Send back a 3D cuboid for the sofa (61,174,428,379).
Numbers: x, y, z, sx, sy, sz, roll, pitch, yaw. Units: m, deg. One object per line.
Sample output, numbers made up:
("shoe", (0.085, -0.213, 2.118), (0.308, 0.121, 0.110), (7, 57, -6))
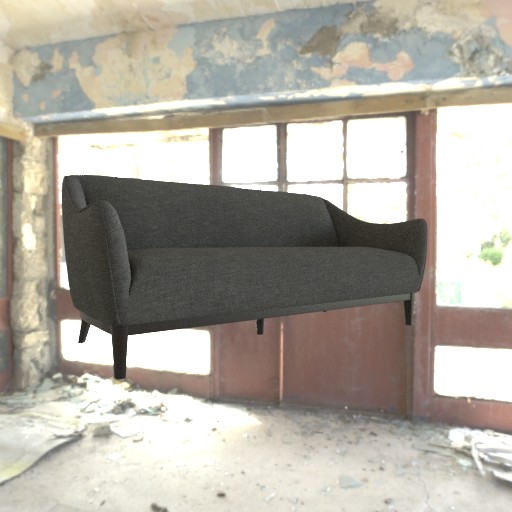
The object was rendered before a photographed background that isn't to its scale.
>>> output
("sofa", (0.000, 0.000, 2.375), (1.928, 0.829, 0.867), (-1, 2, -37))
